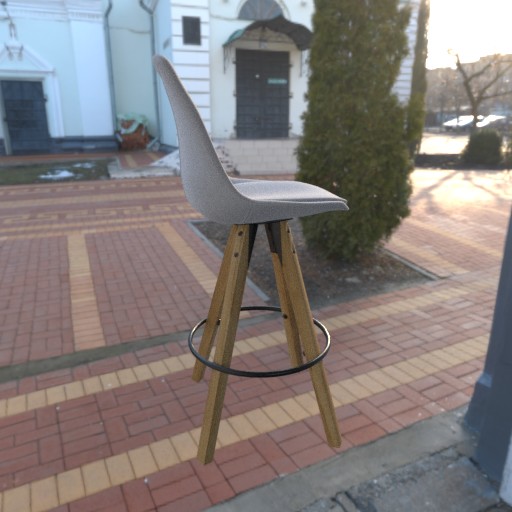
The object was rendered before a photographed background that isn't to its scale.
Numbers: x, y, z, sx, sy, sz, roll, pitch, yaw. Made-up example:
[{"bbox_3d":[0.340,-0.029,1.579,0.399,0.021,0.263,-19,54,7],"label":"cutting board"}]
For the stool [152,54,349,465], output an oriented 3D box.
[{"bbox_3d":[0.000,0.000,1.379,0.550,1.115,0.484,-3,17,-10],"label":"stool"}]
